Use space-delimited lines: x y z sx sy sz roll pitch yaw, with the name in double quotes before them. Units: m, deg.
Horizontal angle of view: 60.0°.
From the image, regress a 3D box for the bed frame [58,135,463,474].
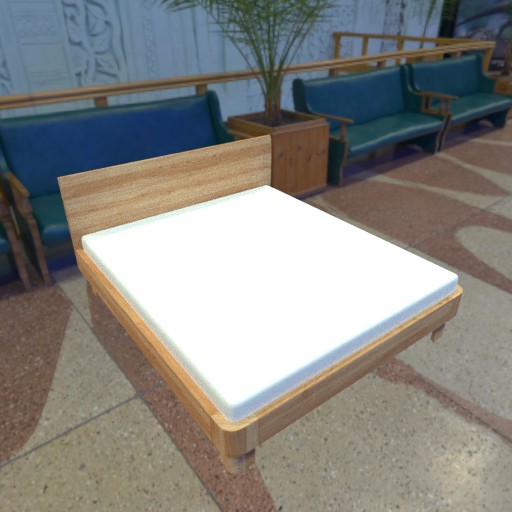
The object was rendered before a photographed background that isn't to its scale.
"bed frame" 0.000 0.000 3.066 1.872 0.940 2.092 -21 36 -31
